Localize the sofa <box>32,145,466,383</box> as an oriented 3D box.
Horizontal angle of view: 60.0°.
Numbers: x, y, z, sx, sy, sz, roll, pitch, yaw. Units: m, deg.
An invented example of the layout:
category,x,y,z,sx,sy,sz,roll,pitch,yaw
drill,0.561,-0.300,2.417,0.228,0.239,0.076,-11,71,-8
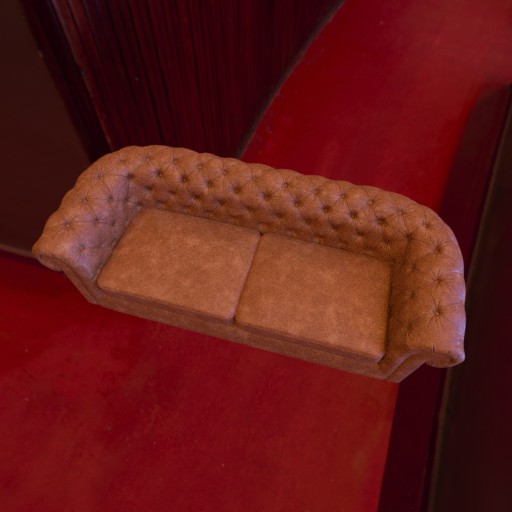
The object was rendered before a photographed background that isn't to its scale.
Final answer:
category,x,y,z,sx,sy,sz,roll,pitch,yaw
sofa,0.000,0.000,2.775,2.365,0.760,0.989,13,60,8
